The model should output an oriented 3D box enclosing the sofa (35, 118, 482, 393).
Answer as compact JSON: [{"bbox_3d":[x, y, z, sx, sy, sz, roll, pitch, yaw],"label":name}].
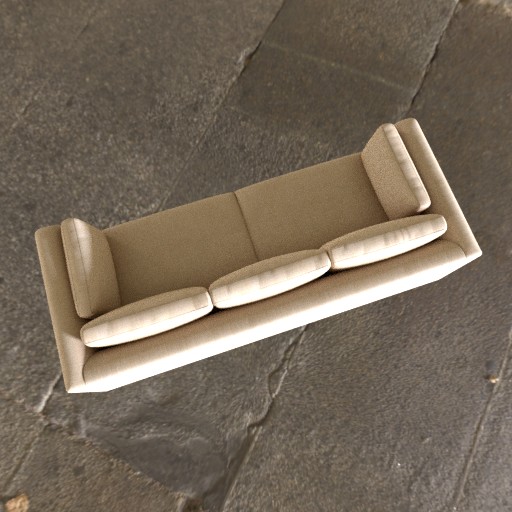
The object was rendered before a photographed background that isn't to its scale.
[{"bbox_3d":[0.000,0.000,2.851,2.415,0.867,0.969,-18,75,-5],"label":"sofa"}]
